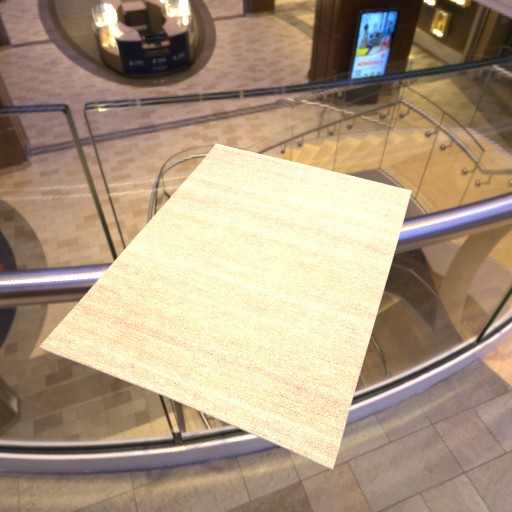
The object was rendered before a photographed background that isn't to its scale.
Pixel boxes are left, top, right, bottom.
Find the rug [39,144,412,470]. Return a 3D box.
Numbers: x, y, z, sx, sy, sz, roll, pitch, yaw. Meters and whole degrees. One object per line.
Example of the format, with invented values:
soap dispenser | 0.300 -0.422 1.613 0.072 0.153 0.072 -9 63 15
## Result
rug | 0.000 0.000 4.292 2.467 0.046 3.245 17 49 16
